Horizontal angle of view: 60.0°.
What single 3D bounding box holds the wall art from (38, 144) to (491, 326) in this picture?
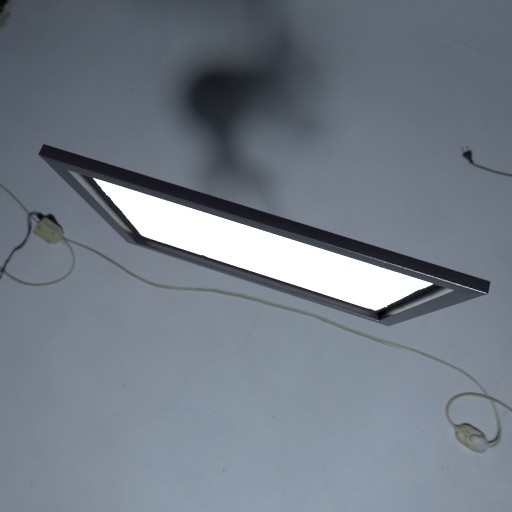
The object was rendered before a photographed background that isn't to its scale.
[{"bbox_3d":[0.000,0.000,0.562,0.440,0.306,0.013,18,76,4],"label":"wall art"}]
